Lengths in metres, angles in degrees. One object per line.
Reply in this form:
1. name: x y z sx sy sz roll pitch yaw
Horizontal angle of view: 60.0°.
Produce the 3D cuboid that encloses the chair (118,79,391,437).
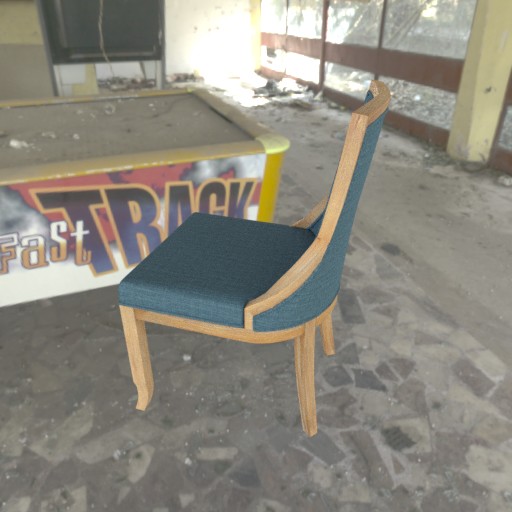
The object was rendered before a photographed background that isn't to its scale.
1. chair: 0.000 0.000 1.318 0.641 0.947 0.524 9 30 15
